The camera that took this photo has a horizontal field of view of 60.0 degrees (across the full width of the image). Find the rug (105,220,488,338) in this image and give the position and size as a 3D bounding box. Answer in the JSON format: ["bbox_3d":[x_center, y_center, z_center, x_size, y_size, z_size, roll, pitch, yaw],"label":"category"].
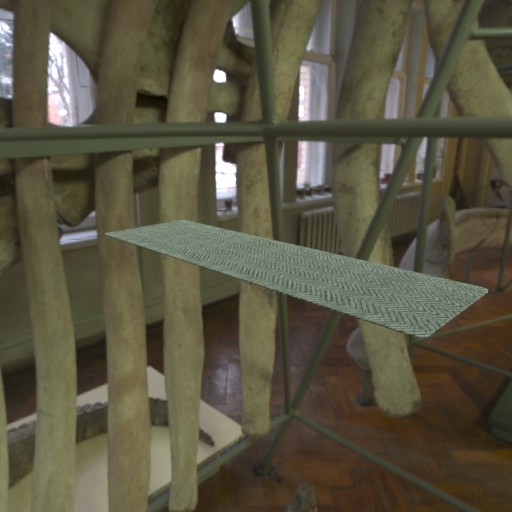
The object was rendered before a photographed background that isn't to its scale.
[{"bbox_3d":[0.000,0.000,2.531,2.286,0.008,0.686,15,22,42],"label":"rug"}]
